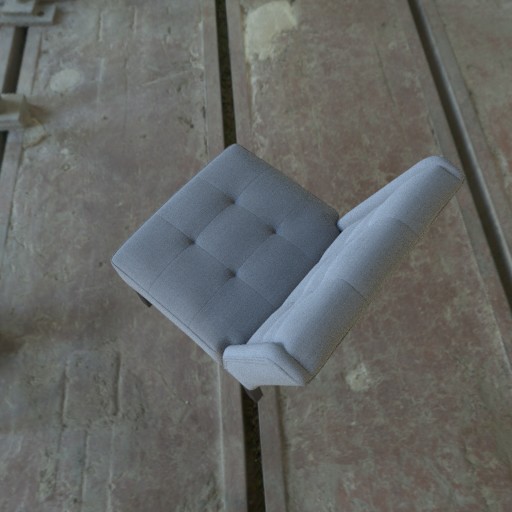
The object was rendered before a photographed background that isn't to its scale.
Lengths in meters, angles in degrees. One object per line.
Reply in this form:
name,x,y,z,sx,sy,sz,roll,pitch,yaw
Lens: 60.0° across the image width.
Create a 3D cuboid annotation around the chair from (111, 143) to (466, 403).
chair,0.000,0.000,1.275,0.676,0.853,0.569,37,71,16
